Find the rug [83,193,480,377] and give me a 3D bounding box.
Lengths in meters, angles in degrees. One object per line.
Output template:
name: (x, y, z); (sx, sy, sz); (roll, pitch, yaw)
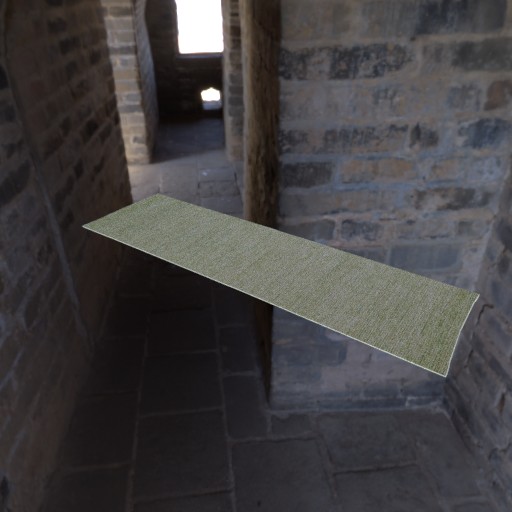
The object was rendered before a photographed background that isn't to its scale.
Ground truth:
rug: (0.000, 0.000, 2.594); (2.340, 0.013, 0.686); (20, 36, 30)
